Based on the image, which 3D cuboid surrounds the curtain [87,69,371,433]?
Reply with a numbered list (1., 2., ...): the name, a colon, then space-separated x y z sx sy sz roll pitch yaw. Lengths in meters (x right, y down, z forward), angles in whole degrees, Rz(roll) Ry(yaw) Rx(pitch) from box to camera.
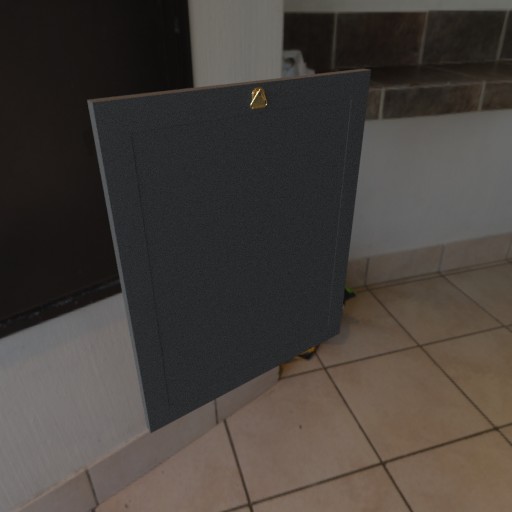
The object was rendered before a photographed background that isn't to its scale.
1. curtain: 0.000 0.000 0.794 0.483 0.585 0.027 -20 35 -30
